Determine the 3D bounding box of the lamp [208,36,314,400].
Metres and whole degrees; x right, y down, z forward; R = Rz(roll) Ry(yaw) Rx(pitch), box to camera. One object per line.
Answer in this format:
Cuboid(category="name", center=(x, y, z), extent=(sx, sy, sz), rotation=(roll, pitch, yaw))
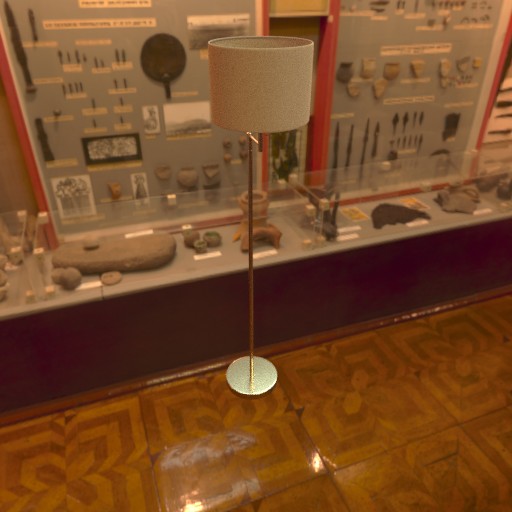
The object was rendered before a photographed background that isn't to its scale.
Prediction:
Cuboid(category="lamp", center=(0.000, 0.000, 1.816), extent=(0.324, 1.600, 0.416), rotation=(-10, 33, -16))
